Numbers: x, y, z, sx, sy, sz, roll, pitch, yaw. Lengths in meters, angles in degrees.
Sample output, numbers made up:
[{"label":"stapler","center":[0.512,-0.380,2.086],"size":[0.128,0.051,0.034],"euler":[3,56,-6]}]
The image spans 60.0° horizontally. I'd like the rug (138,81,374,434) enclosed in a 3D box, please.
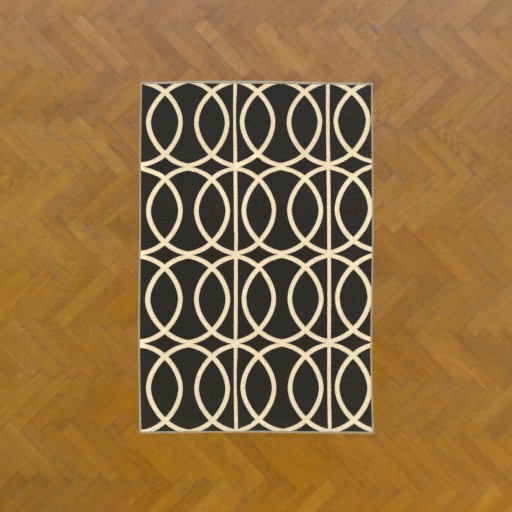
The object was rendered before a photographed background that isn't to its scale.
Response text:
[{"label":"rug","center":[0.000,0.000,2.882],"size":[1.528,0.014,2.294],"euler":[0,89,0]}]
